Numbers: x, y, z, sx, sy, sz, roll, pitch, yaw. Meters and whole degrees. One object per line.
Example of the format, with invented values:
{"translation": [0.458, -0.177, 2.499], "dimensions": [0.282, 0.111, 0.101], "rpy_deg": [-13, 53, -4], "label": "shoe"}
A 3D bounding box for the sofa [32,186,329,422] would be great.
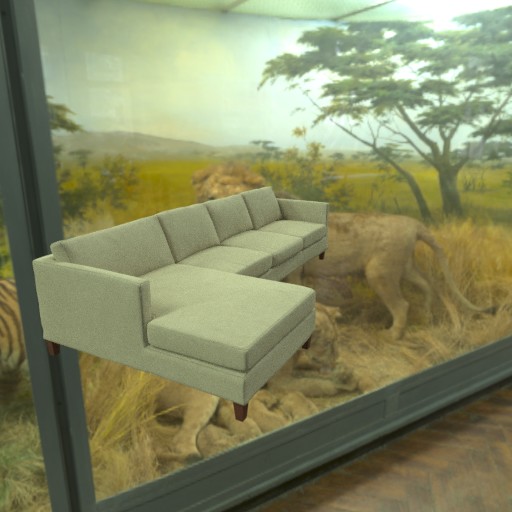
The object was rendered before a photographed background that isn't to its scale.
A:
{"translation": [0.000, 0.000, 3.922], "dimensions": [1.625, 0.846, 3.186], "rpy_deg": [9, 18, 27], "label": "sofa"}
